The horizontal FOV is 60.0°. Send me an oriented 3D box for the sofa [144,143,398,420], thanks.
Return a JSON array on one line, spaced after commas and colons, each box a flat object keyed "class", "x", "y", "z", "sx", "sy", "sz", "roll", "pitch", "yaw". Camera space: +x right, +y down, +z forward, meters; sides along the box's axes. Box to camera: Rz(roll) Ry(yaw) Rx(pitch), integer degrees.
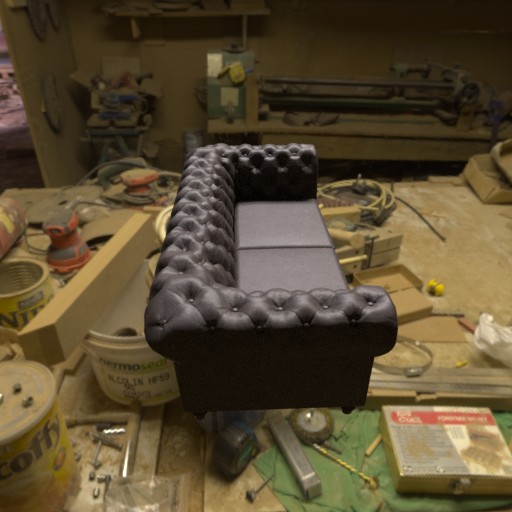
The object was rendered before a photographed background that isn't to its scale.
[{"class": "sofa", "x": 0.000, "y": 0.000, "z": 2.564, "sx": 0.944, "sy": 0.779, "sz": 2.048, "roll": -1, "pitch": 32, "yaw": -2}]
